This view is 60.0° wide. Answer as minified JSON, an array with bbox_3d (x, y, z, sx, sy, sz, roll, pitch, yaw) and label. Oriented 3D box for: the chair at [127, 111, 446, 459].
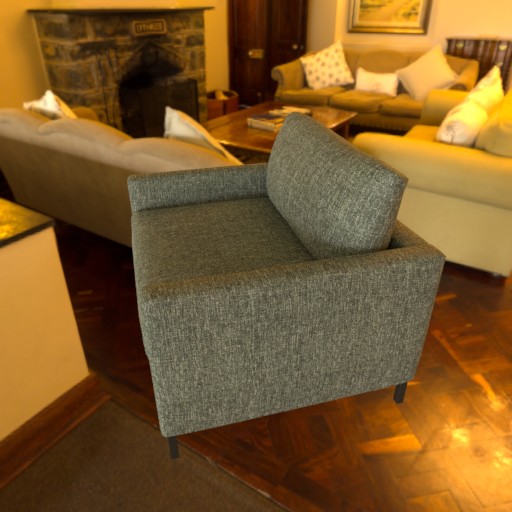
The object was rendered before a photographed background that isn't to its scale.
[{"bbox_3d":[0.000,0.000,1.625,0.866,0.861,0.963,-8,31,-14],"label":"chair"}]
